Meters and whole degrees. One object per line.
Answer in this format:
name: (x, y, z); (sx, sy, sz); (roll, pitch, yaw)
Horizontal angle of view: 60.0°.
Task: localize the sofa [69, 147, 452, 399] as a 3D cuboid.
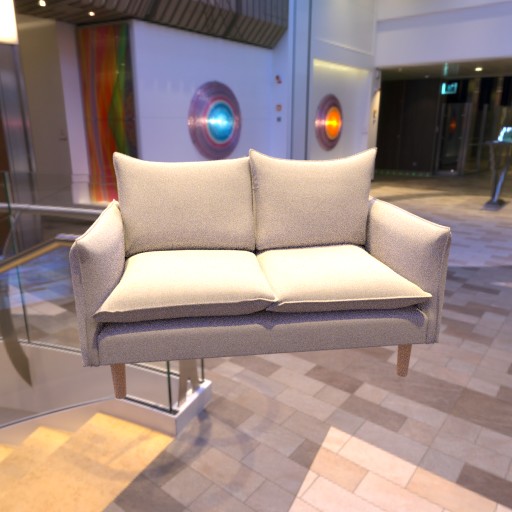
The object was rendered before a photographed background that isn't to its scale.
sofa: (0.000, 0.000, 1.836); (1.300, 0.840, 0.820); (-2, 16, -7)
